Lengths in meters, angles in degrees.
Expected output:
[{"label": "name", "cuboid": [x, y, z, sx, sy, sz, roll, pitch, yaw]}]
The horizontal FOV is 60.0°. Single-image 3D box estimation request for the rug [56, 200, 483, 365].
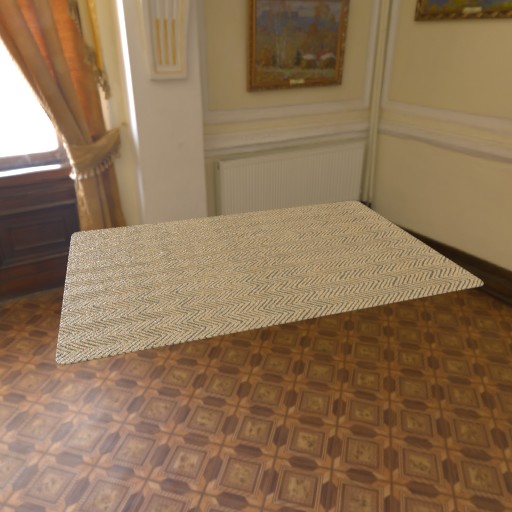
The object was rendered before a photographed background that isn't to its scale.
[{"label": "rug", "cuboid": [0.000, 0.000, 2.180, 1.752, 0.008, 1.144, -8, 28, -16]}]
